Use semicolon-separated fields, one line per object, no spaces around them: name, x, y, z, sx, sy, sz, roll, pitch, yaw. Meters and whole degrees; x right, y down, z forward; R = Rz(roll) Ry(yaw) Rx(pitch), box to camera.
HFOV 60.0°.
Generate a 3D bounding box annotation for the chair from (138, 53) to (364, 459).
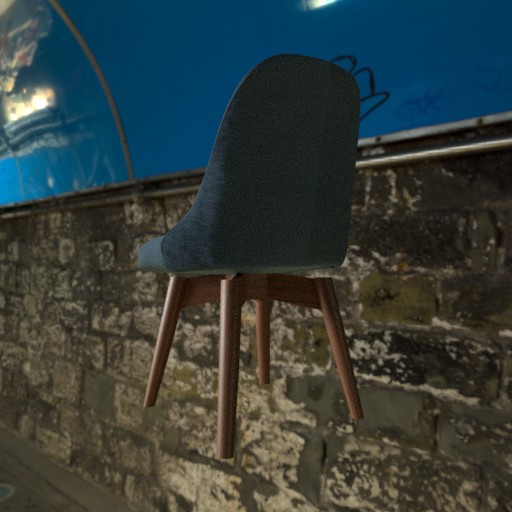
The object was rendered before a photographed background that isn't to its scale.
chair;0.000;0.000;1.245;0.503;0.882;0.589;1;-1;-36
